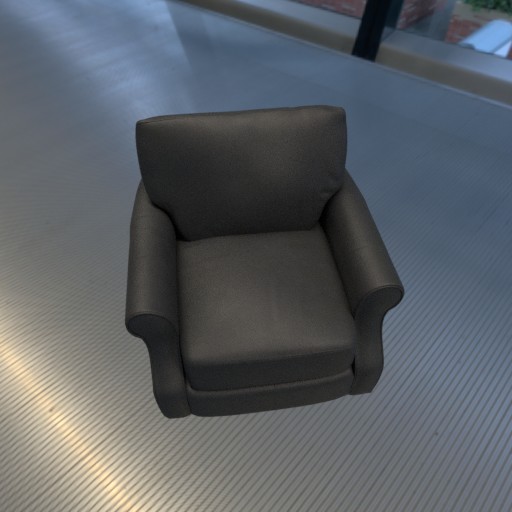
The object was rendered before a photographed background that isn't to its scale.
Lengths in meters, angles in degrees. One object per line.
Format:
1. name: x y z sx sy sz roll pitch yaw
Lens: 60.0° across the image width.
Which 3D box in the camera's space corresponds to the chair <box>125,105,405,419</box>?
1. chair: 0.000 0.000 1.811 1.015 0.960 1.027 -2 47 -2
